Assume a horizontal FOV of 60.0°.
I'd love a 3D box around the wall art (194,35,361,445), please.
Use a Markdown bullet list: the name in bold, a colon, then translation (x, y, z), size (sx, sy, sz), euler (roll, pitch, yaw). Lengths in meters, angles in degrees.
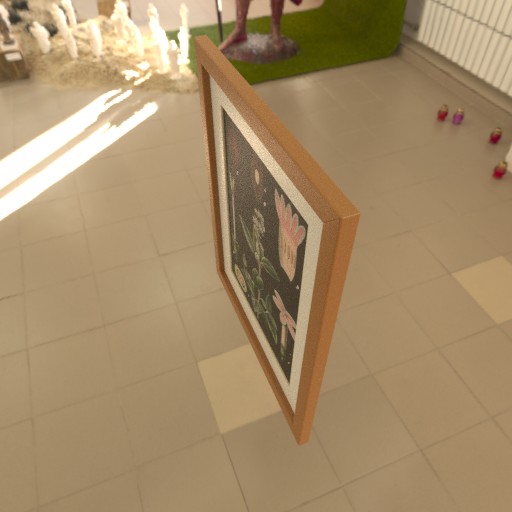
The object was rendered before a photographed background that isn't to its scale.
- **wall art**: translation (0.000, 0.000, 0.510), size (0.015, 0.379, 0.310), euler (-17, 49, -15)
